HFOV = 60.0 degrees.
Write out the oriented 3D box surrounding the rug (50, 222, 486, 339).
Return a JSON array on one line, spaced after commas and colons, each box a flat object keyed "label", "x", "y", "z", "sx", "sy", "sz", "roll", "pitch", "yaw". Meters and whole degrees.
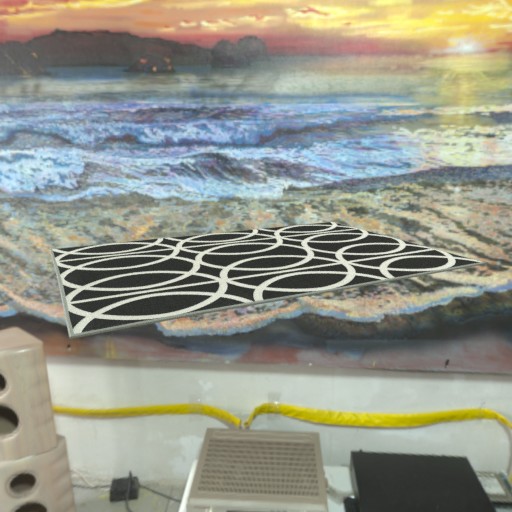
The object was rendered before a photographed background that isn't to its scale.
[{"label": "rug", "x": 0.000, "y": 0.000, "z": 2.773, "sx": 2.290, "sy": 0.014, "sz": 1.526, "roll": -7, "pitch": 16, "yaw": -26}]
